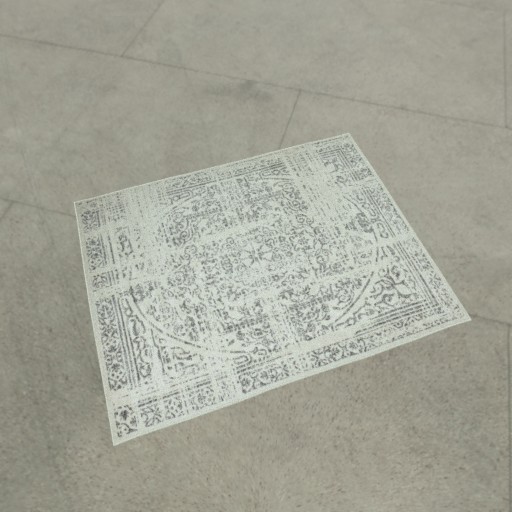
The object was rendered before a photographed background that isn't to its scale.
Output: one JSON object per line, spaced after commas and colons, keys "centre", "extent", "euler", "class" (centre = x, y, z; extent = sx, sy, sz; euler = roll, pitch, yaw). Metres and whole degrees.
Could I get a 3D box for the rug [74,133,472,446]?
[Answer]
{"centre": [0.000, 0.000, 3.915], "extent": [2.921, 0.032, 2.311], "euler": [-16, 59, -10], "class": "rug"}
